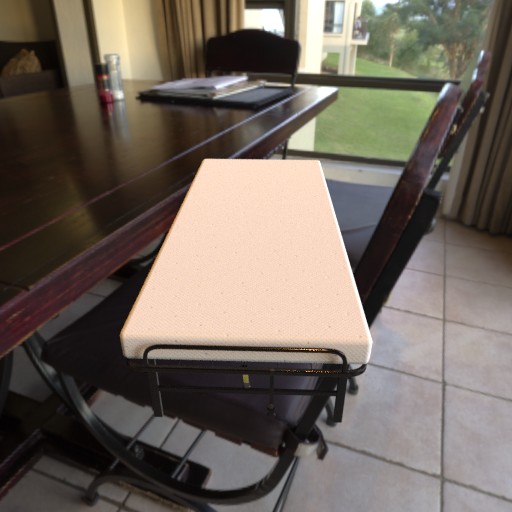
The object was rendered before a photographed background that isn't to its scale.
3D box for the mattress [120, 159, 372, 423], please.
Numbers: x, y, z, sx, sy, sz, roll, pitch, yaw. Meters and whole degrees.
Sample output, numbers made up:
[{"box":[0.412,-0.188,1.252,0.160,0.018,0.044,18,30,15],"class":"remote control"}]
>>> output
[{"box":[0.000,0.000,2.557,0.922,0.519,2.153,1,29,2],"class":"mattress"}]
